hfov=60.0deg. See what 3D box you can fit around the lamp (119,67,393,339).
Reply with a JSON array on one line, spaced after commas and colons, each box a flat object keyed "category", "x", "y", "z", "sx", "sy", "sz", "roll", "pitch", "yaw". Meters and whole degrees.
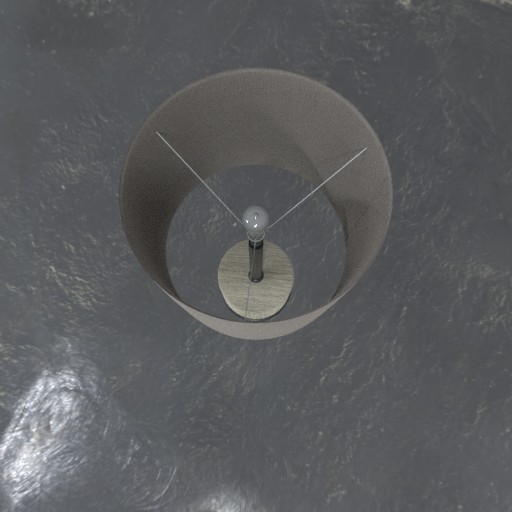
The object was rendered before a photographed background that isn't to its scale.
[{"category": "lamp", "x": 0.000, "y": 0.000, "z": 0.595, "sx": 0.229, "sy": 0.470, "sz": 0.229, "roll": 5, "pitch": 76, "yaw": 1}]
